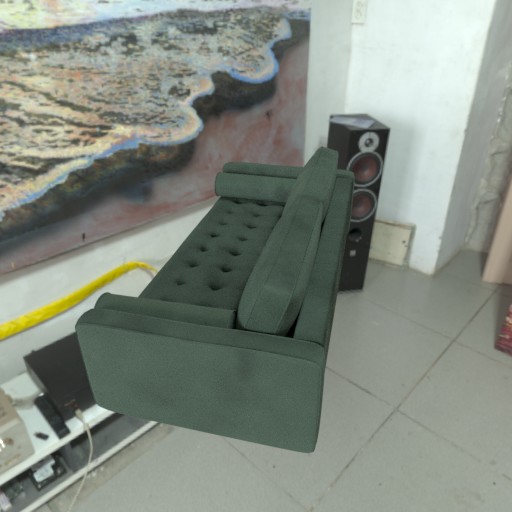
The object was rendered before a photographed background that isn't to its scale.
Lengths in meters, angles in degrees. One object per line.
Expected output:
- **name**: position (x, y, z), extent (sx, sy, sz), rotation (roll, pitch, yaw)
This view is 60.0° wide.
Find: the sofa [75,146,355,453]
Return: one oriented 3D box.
- **sofa**: position (0.000, 0.000, 2.358), extent (0.916, 0.772, 1.880), rotation (7, 31, 12)
